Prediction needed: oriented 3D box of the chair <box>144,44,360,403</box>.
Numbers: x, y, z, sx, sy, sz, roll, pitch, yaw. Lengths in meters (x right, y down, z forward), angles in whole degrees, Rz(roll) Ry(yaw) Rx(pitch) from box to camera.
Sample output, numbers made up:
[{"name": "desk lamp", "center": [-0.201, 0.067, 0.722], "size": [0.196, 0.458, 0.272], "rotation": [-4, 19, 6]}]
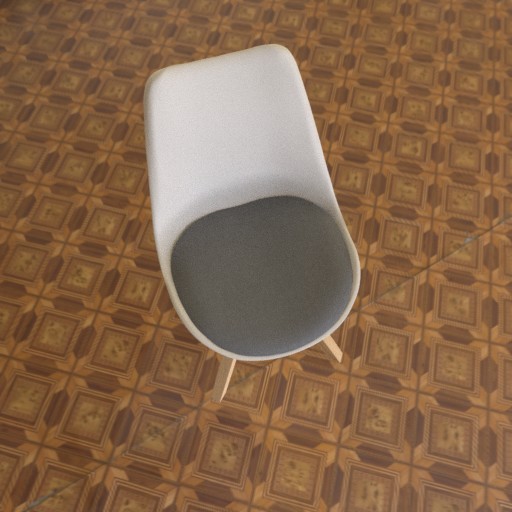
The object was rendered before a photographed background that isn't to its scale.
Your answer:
[{"name": "chair", "center": [0.000, 0.000, 1.170], "size": [0.485, 0.850, 0.550], "rotation": [-16, 65, -8]}]
